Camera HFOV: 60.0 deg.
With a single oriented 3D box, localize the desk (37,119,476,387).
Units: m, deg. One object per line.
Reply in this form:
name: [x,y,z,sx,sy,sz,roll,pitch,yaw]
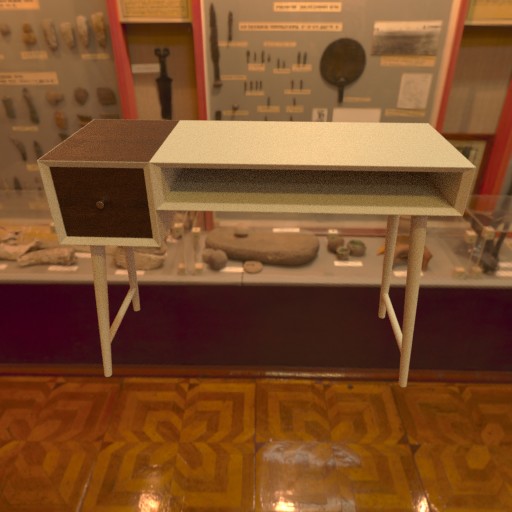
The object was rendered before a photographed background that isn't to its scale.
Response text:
desk: [0.000,0.000,1.441,1.069,0.761,0.409,1,31,2]
